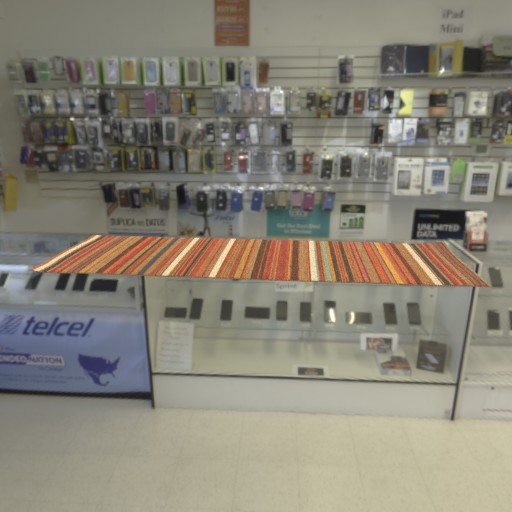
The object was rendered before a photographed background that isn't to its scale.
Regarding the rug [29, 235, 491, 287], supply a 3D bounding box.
[{"bbox_3d":[0.000,0.000,2.696,2.444,0.030,0.799,2,17,6],"label":"rug"}]
